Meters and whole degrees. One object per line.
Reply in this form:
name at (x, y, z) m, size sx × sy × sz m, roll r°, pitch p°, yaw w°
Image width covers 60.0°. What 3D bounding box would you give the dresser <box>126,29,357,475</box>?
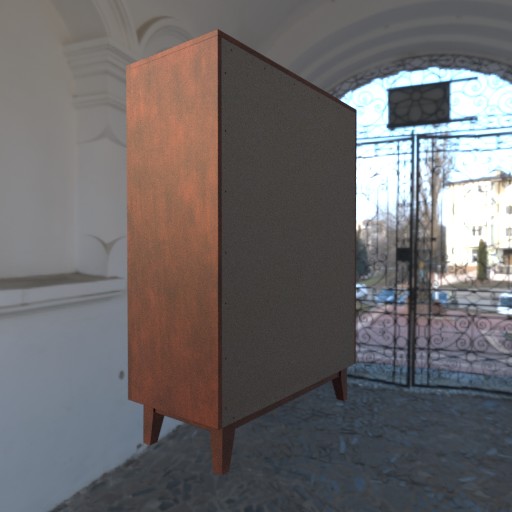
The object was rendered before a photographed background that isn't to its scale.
dresser at (0.000, 0.000, 2.049) m, size 0.506 × 1.514 × 1.072 m, roll 1°, pitch 1°, yaw 37°
